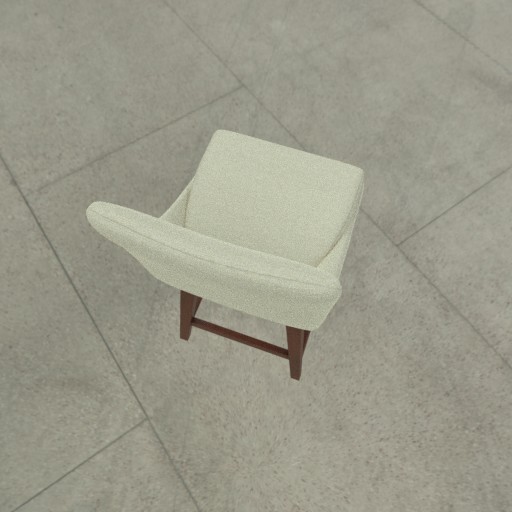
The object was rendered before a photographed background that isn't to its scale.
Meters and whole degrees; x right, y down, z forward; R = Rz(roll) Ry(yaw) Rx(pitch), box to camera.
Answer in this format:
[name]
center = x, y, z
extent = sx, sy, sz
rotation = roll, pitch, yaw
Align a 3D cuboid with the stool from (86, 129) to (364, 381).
[stool]
center = 0.000, 0.000, 1.257
extent = 0.469, 0.991, 0.559
rotation = 18, 65, 8
